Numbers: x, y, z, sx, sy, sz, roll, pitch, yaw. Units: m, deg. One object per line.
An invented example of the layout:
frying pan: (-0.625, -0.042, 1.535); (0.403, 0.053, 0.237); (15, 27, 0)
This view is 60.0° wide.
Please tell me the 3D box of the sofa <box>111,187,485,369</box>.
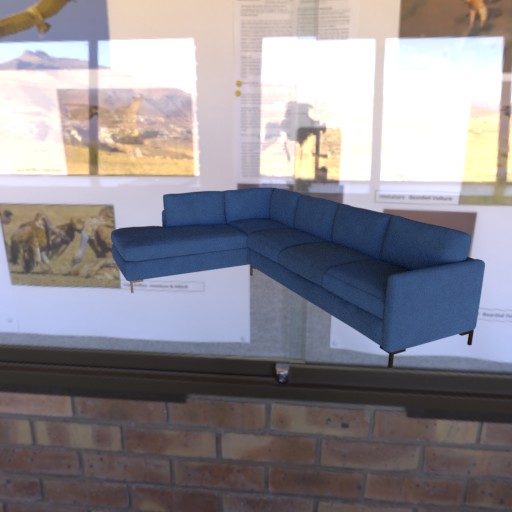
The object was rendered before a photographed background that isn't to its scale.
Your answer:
sofa: (0.000, 0.000, 3.826); (2.007, 0.815, 2.949); (-8, 18, -25)
